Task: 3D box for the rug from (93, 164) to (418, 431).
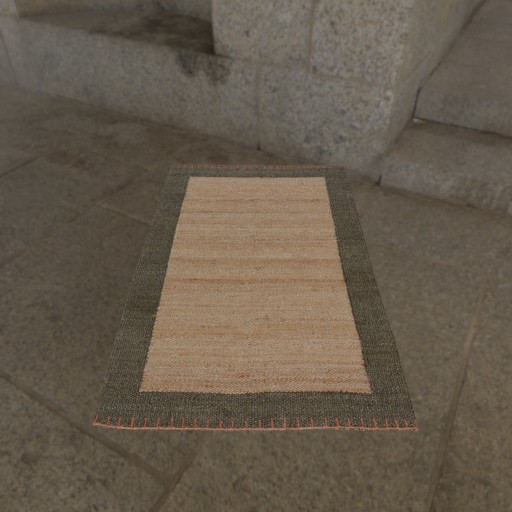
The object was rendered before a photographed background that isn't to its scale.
[{"bbox_3d":[0.000,0.000,2.925,1.521,0.006,2.435,1,40,1],"label":"rug"}]
